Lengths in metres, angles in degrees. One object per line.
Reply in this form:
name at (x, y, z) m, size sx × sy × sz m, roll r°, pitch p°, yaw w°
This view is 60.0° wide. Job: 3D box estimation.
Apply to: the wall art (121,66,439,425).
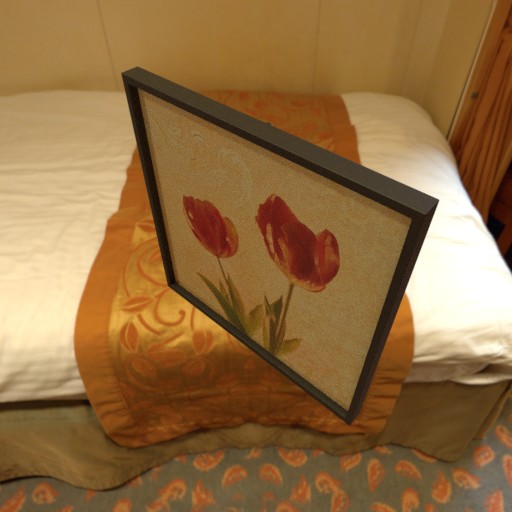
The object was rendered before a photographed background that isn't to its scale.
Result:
wall art at (0.000, 0.000, 0.525) m, size 0.349 × 0.349 × 0.038 m, roll 32°, pitch 54°, yaw 27°
